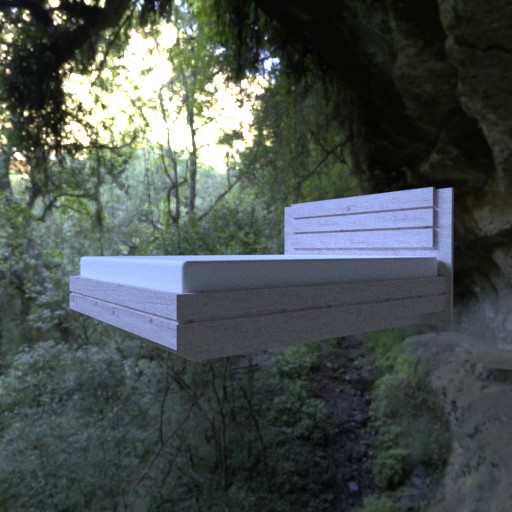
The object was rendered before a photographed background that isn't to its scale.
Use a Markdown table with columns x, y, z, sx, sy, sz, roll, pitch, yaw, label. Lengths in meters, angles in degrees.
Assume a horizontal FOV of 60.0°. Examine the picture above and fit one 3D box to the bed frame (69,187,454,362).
| x | y | z | sx | sy | sz | roll | pitch | yaw | label |
| --- | --- | --- | --- | --- | --- | --- | --- | --- | --- |
| 0.000 | 0.000 | 3.123 | 2.080 | 0.970 | 1.750 | -1 | 1 | -37 | bed frame |
